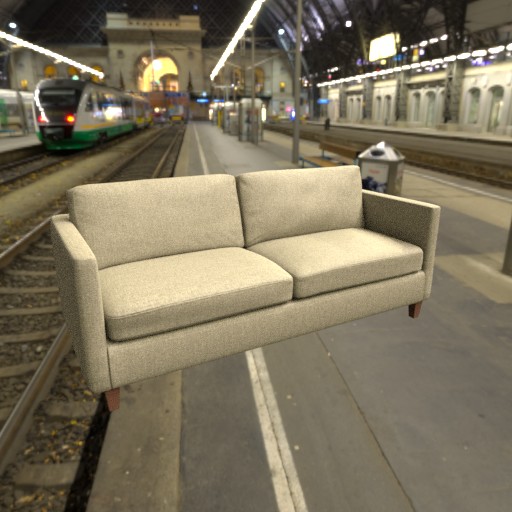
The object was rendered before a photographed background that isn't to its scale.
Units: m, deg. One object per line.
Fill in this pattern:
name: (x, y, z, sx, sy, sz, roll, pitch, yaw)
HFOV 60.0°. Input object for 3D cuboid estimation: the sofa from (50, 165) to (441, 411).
sofa: (0.000, 0.000, 2.734, 2.208, 0.960, 0.956, -10, 20, -28)
